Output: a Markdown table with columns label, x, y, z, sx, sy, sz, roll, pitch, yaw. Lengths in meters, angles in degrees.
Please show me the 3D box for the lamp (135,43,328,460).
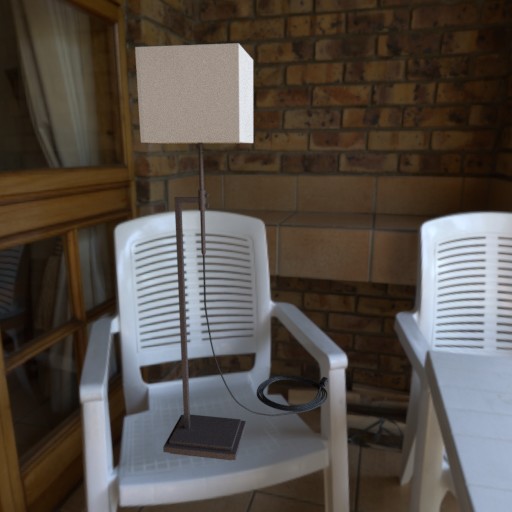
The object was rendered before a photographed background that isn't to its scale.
| label | x | y | z | sx | sy | sz | roll | pitch | yaw |
| --- | --- | --- | --- | --- | --- | --- | --- | --- | --- |
| lamp | 0.000 | 0.000 | 1.992 | 0.698 | 1.600 | 0.774 | 2 | 14 | 9 |
